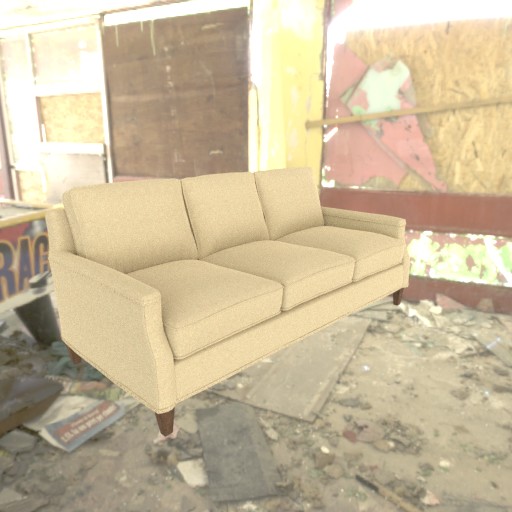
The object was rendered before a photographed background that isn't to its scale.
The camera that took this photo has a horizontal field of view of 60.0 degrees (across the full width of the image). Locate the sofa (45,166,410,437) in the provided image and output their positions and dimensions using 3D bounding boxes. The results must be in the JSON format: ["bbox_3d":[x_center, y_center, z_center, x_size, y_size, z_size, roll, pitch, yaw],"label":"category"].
[{"bbox_3d":[0.000,0.000,2.844,1.084,1.003,2.246,15,21,42],"label":"sofa"}]
